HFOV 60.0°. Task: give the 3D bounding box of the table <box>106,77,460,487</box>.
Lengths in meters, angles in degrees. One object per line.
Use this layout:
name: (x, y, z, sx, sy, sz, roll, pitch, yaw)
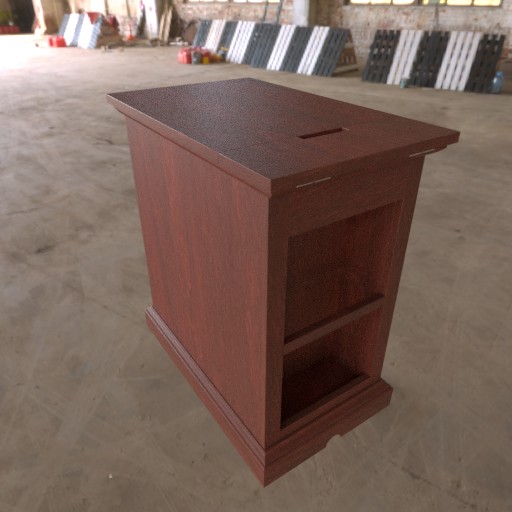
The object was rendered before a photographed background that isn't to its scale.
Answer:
table: (0.000, 0.000, 0.953, 0.356, 0.612, 0.584, -19, 36, -29)
